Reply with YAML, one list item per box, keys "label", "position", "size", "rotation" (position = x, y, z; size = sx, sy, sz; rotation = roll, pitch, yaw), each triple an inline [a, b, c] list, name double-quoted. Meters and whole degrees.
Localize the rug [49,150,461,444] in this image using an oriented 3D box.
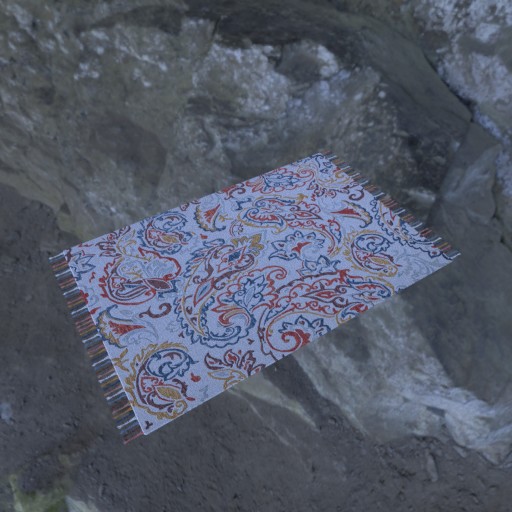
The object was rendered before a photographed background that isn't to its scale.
- label: "rug"
  position: [0.000, 0.000, 2.492]
  size: [1.997, 0.010, 1.218]
  rotation: [-25, 52, -21]
